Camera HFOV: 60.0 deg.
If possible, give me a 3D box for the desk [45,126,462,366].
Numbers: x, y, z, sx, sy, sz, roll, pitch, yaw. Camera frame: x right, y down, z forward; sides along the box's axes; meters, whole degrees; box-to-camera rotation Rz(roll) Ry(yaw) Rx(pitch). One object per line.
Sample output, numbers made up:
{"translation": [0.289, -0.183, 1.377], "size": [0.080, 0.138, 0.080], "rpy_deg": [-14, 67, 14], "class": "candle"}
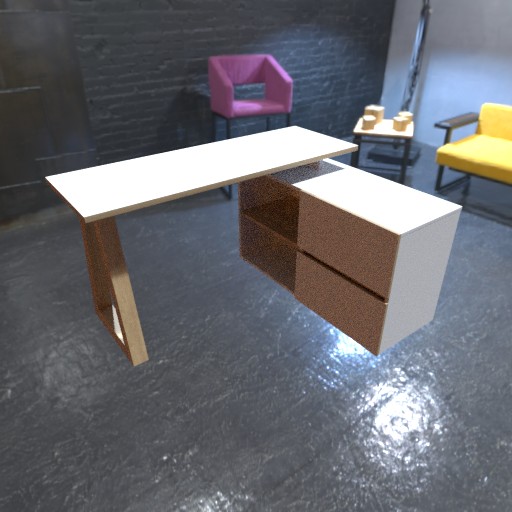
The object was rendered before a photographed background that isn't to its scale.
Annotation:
{"translation": [0.000, 0.000, 2.051], "size": [1.404, 0.755, 1.098], "rpy_deg": [-21, 37, -31], "class": "desk"}
